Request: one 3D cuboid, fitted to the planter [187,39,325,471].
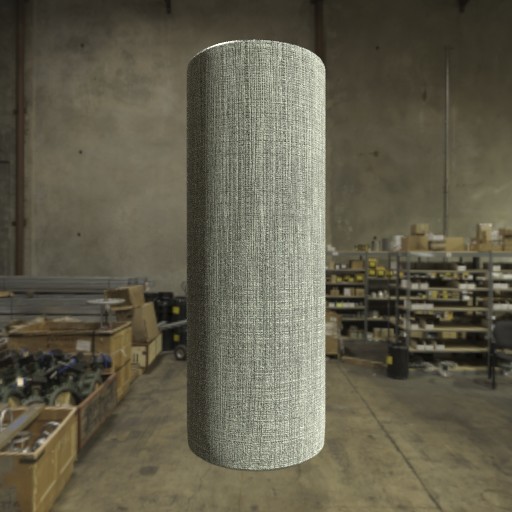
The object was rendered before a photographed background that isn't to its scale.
[{"bbox_3d":[0.000,0.000,0.324,0.100,0.270,0.100,0,0,0],"label":"planter"}]
